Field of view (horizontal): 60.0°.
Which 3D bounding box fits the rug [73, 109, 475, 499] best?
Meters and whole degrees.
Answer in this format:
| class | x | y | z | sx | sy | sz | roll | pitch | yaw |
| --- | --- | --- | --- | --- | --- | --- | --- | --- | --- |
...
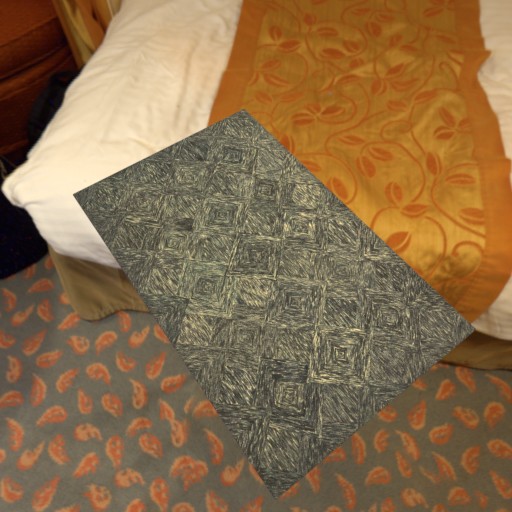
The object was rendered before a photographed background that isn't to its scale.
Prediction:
| class | x | y | z | sx | sy | sz | roll | pitch | yaw |
| --- | --- | --- | --- | --- | --- | --- | --- | --- | --- |
| rug | 0.000 | 0.000 | 2.848 | 1.478 | 0.017 | 2.330 | -32 | 64 | -18 |
